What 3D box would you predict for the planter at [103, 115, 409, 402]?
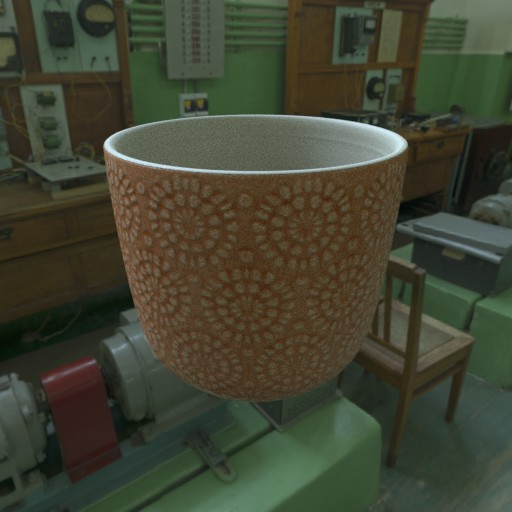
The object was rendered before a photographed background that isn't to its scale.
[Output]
[{"bbox_3d":[0.000,0.000,0.355,0.208,0.190,0.208,0,25,0],"label":"planter"}]
